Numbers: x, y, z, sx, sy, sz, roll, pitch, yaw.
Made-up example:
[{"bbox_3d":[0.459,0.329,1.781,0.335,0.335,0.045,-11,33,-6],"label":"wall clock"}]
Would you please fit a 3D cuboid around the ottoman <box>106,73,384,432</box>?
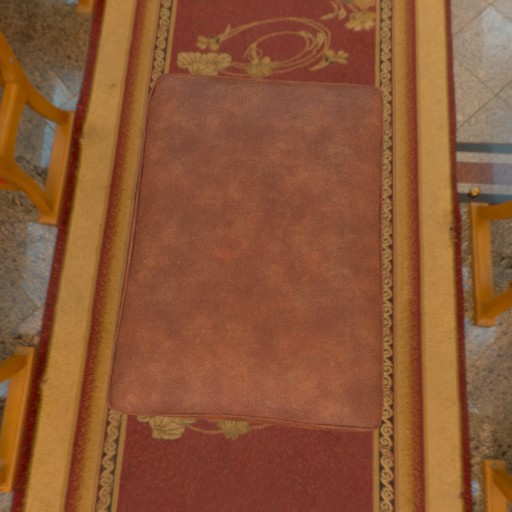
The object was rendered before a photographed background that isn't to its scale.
[{"bbox_3d":[0.000,0.000,0.972,0.501,0.418,0.665,4,76,1],"label":"ottoman"}]
